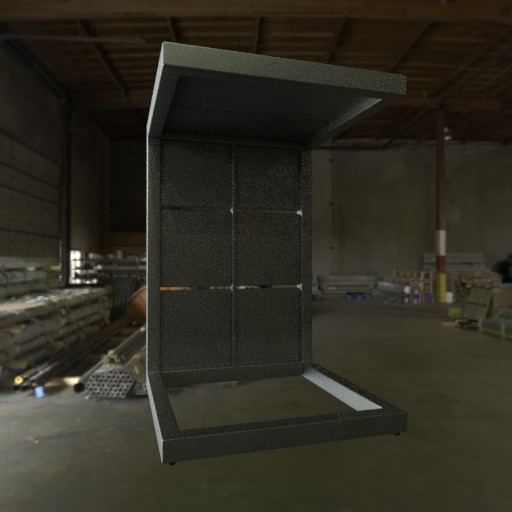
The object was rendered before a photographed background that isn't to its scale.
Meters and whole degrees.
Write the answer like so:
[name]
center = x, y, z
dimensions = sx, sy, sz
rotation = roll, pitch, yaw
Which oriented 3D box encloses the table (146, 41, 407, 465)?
[table]
center = 0.000, 0.000, 0.889
dimensions = 0.405, 0.609, 0.420
rotation = 0, -1, -17
